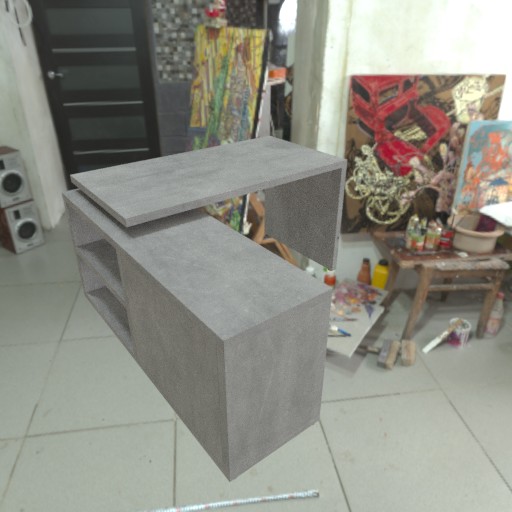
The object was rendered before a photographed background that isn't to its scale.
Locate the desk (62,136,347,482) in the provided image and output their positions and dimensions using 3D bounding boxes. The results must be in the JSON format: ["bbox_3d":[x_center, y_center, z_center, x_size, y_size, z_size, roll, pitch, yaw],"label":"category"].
[{"bbox_3d":[0.000,0.000,2.304,1.400,0.740,1.500,-21,35,-32],"label":"desk"}]
